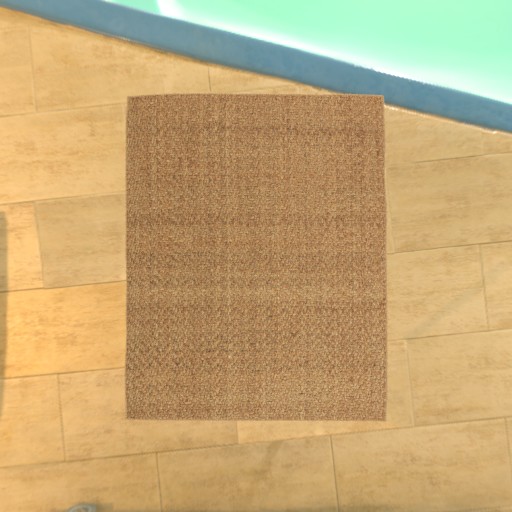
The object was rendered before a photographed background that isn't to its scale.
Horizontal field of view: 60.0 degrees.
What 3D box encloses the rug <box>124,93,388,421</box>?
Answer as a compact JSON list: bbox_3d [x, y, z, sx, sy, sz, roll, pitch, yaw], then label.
[{"bbox_3d":[0.000,0.000,4.109,2.439,0.013,3.048,0,89,0],"label":"rug"}]
